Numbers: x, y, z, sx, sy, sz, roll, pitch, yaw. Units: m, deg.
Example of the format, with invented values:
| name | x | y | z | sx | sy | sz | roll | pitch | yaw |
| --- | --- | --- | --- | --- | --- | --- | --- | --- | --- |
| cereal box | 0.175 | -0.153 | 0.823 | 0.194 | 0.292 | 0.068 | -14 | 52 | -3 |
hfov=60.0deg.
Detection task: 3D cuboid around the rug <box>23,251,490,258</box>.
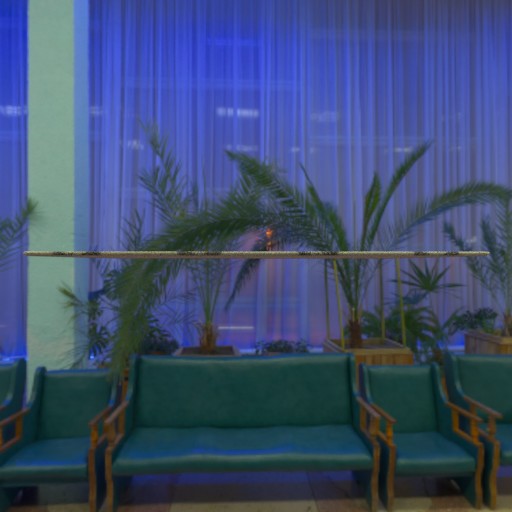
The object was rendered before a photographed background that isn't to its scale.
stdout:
| name | x | y | z | sx | sy | sz | roll | pitch | yaw |
| --- | --- | --- | --- | --- | --- | --- | --- | --- | --- |
| rug | 0.000 | 0.000 | 3.442 | 2.701 | 0.026 | 1.801 | 0 | -1 | -1 |
